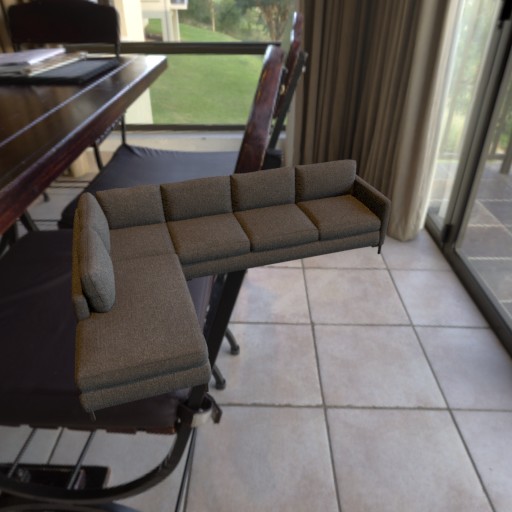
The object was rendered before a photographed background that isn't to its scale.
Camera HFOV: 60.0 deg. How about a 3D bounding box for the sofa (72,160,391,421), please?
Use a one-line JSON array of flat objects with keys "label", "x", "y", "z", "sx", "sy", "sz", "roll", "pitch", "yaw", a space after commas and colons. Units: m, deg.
[{"label": "sofa", "x": 0.000, "y": 0.000, "z": 3.806, "sx": 2.949, "sy": 0.815, "sz": 2.007, "roll": -10, "pitch": 34, "yaw": -15}]
